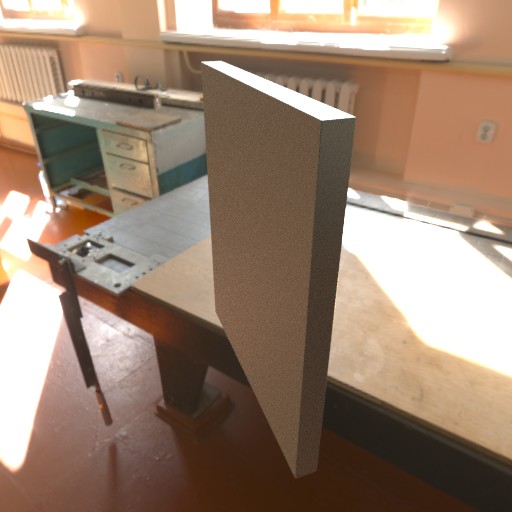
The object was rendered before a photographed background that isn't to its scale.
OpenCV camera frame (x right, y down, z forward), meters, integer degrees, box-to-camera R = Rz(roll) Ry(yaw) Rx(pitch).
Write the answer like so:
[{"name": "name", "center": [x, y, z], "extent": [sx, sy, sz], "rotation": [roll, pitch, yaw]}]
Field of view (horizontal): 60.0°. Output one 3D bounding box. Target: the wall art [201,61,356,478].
[{"name": "wall art", "center": [0.000, 0.000, 0.740], "extent": [0.038, 0.549, 0.452], "rotation": [-11, 32, -18]}]
